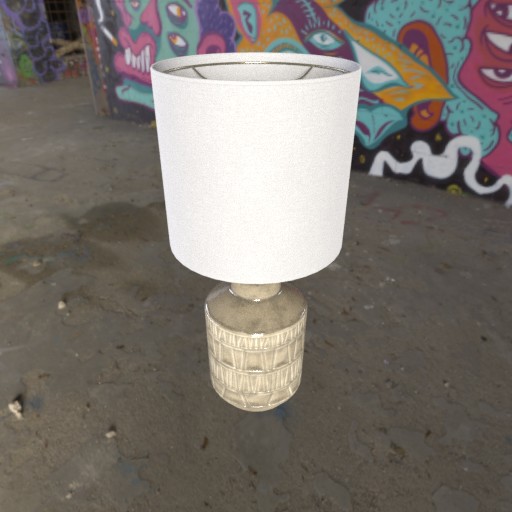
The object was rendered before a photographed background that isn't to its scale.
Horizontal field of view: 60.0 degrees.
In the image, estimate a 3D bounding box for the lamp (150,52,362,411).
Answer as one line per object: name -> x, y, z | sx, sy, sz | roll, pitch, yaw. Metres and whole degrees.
lamp -> 0.000, 0.000, 0.567 | 0.211, 0.455, 0.211 | -19, 35, -29
